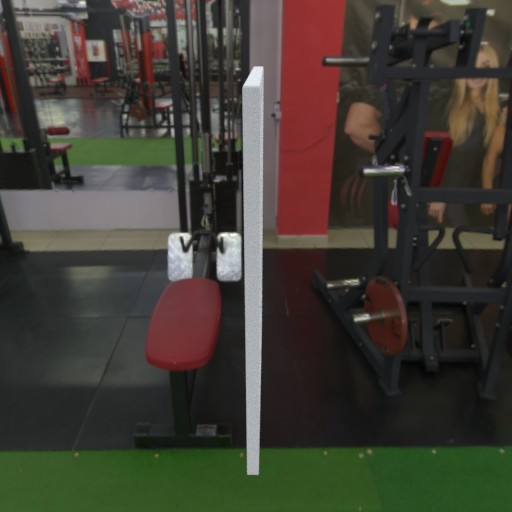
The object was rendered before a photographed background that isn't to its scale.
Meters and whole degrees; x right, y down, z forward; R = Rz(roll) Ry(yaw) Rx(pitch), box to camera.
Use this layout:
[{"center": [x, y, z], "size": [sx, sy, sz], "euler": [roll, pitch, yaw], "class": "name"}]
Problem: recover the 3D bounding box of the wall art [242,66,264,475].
[{"center": [0.000, 0.000, 0.626], "size": [0.015, 0.477, 0.332], "euler": [1, 26, 1], "class": "wall art"}]
